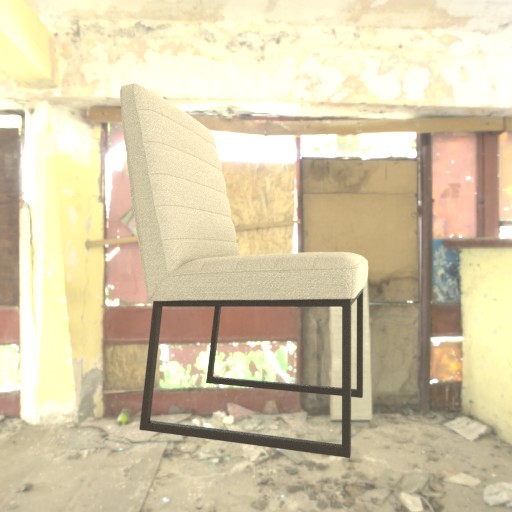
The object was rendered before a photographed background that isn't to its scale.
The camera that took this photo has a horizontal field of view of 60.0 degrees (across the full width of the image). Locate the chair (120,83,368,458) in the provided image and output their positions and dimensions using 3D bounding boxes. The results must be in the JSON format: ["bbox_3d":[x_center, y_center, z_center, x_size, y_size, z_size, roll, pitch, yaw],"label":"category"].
[{"bbox_3d":[0.000,0.000,1.329,0.634,0.930,0.520,0,1,17],"label":"chair"}]
